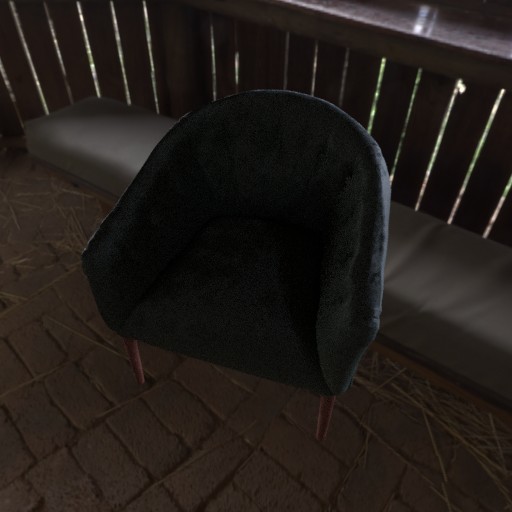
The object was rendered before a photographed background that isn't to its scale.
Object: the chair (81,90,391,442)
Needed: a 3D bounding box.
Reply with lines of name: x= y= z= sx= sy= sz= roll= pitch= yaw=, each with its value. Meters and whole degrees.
chair: x=0.000 y=0.000 z=1.524 sx=0.851 sy=0.885 sz=0.776 roll=13 pitch=44 yaw=13
